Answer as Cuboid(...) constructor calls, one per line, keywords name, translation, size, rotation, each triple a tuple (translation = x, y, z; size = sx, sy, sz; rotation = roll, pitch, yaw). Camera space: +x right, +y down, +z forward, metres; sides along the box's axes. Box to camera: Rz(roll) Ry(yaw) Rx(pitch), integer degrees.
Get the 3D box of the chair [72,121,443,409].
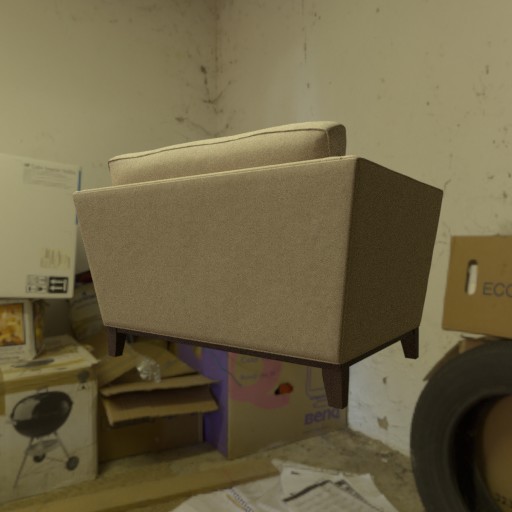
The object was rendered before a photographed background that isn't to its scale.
Cuboid(name="chair", translation=(0.000, 0.000, 2.020), size=(1.397, 0.940, 0.965), rotation=(1, 1, 36))
